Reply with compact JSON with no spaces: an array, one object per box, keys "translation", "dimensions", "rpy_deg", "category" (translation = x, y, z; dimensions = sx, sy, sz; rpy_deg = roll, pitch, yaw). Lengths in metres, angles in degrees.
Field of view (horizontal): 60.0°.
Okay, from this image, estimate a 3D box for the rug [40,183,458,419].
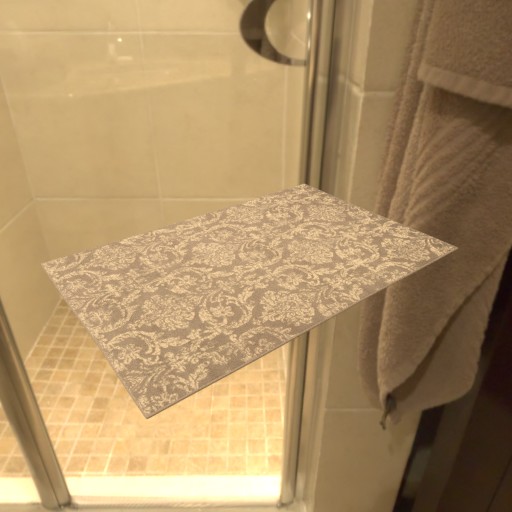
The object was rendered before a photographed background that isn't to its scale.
[{"translation":[0.000,0.000,3.480],"dimensions":[2.746,0.018,1.819],"rpy_deg":[-21,36,-32],"category":"rug"}]
